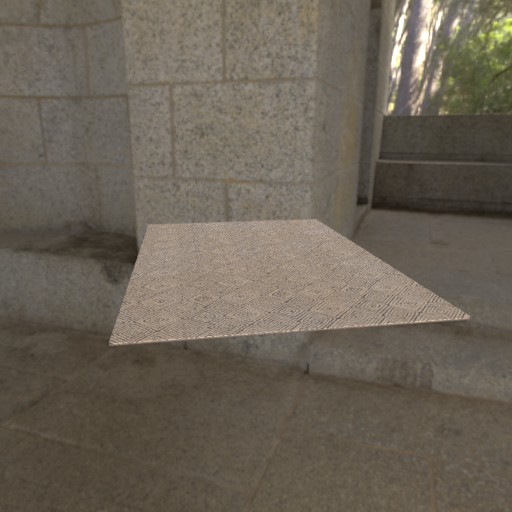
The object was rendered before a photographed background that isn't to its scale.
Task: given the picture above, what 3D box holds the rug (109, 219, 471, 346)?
[{"bbox_3d":[0.000,0.000,2.243,1.175,0.008,1.783,-3,16,-9],"label":"rug"}]
